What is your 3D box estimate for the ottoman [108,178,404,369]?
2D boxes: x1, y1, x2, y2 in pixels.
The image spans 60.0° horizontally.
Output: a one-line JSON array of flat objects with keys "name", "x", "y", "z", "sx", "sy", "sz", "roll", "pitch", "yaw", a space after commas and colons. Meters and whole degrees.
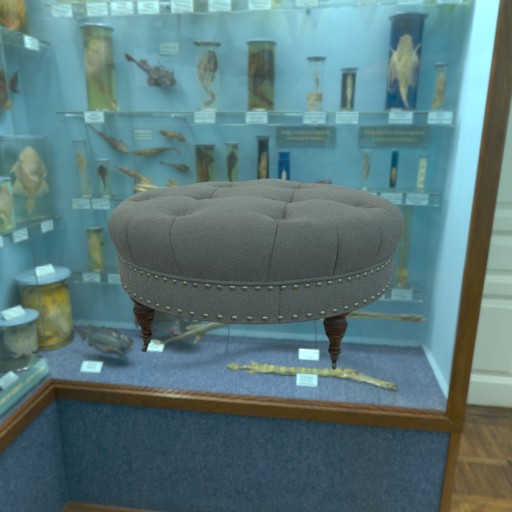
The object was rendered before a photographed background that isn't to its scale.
[{"name": "ottoman", "x": 0.000, "y": 0.000, "z": 1.431, "sx": 0.901, "sy": 0.439, "sz": 0.901, "roll": 0, "pitch": 16, "yaw": 0}]
